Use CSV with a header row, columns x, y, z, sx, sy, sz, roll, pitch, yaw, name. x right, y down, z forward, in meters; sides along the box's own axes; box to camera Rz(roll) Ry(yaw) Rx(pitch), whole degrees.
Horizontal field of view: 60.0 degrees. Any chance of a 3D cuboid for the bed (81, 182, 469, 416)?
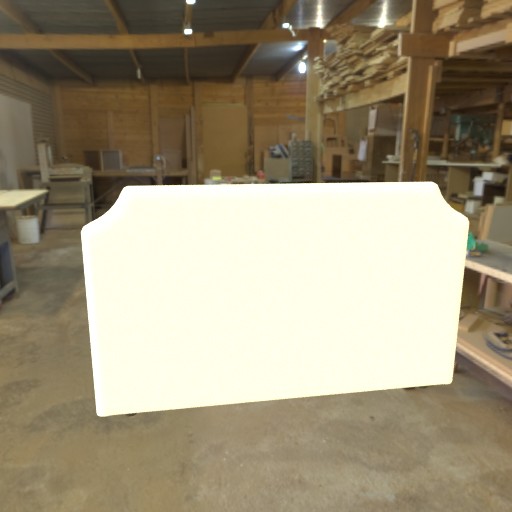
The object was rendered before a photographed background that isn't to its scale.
x,y,z,sx,sy,sz,roll,pitch,yaw,name
0.000,0.000,3.523,2.160,1.301,2.204,-2,14,-9,bed
